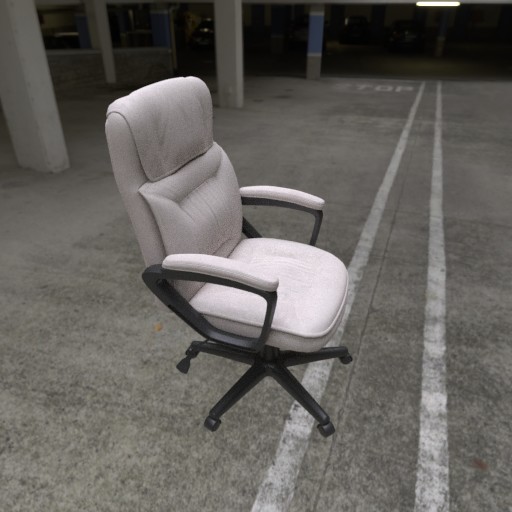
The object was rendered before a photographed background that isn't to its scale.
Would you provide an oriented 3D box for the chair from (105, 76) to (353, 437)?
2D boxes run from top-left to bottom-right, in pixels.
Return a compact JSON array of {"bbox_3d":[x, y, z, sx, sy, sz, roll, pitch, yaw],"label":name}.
[{"bbox_3d":[0.000,0.000,1.533,0.724,1.105,0.667,10,32,17],"label":"chair"}]
